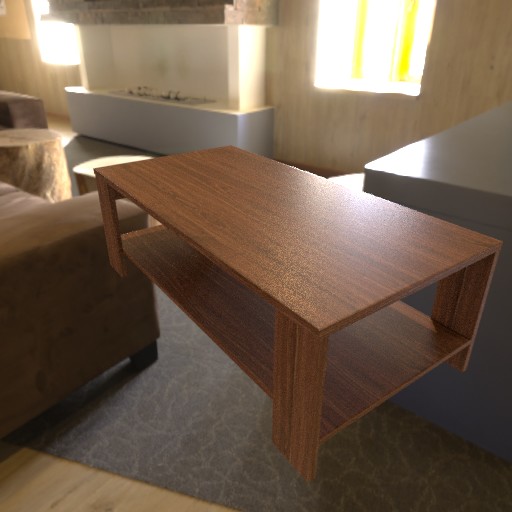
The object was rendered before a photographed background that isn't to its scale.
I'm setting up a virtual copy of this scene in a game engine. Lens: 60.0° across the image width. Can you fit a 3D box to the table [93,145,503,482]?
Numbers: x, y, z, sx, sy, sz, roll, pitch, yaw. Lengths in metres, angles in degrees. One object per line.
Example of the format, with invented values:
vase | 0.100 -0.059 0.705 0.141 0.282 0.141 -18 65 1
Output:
table | 0.000 0.000 1.435 0.600 0.400 1.200 -18 33 -31
